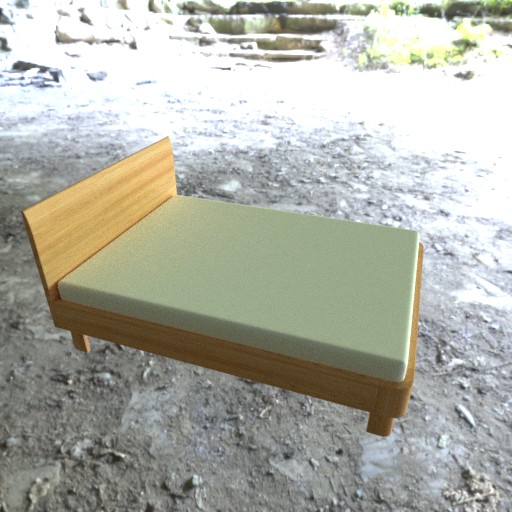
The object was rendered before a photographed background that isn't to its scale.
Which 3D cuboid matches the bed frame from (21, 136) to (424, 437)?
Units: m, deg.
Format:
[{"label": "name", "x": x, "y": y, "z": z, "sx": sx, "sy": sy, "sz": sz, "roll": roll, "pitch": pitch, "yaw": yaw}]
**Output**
[{"label": "bed frame", "x": 0.000, "y": 0.000, "z": 2.775, "sx": 1.992, "sy": 0.940, "sz": 1.472, "roll": 10, "pitch": 32, "yaw": 17}]
